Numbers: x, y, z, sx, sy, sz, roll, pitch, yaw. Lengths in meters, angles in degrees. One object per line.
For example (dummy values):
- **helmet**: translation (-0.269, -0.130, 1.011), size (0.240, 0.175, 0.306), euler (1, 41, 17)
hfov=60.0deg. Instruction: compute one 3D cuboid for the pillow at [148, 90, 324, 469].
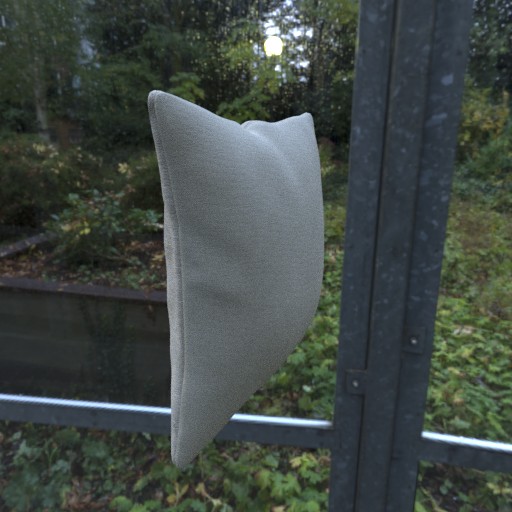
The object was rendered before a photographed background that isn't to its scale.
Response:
- **pillow**: translation (0.000, 0.000, 0.648), size (0.162, 0.420, 0.437), euler (7, 17, 25)
